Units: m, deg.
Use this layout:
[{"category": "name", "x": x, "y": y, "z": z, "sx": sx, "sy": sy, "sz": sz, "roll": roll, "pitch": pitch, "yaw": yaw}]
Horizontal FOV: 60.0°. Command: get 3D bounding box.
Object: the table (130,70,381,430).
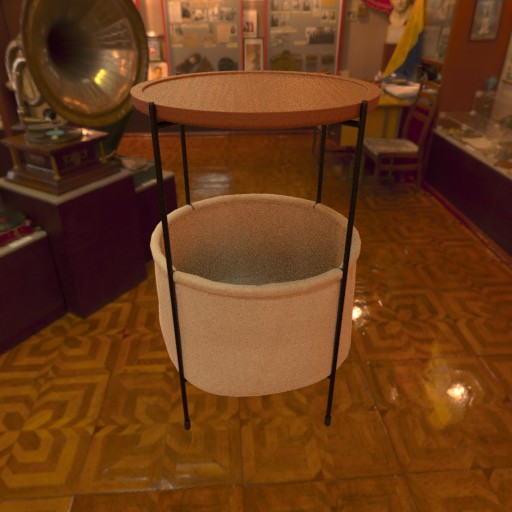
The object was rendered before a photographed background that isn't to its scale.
[{"category": "table", "x": 0.000, "y": 0.000, "z": 0.854, "sx": 0.393, "sy": 0.623, "sz": 0.393, "roll": -1, "pitch": 30, "yaw": -1}]
